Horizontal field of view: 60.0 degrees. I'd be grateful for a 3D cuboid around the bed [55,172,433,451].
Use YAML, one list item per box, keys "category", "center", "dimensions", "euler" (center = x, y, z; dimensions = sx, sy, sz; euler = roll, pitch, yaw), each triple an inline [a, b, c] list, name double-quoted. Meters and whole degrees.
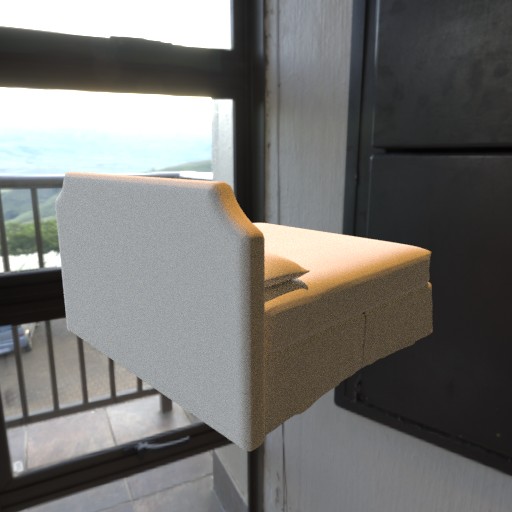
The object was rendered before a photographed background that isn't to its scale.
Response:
- category: "bed"
  center: [0.000, 0.000, 3.455]
  dimensions: [2.204, 1.301, 2.160]
  euler: [-12, 18, -43]
